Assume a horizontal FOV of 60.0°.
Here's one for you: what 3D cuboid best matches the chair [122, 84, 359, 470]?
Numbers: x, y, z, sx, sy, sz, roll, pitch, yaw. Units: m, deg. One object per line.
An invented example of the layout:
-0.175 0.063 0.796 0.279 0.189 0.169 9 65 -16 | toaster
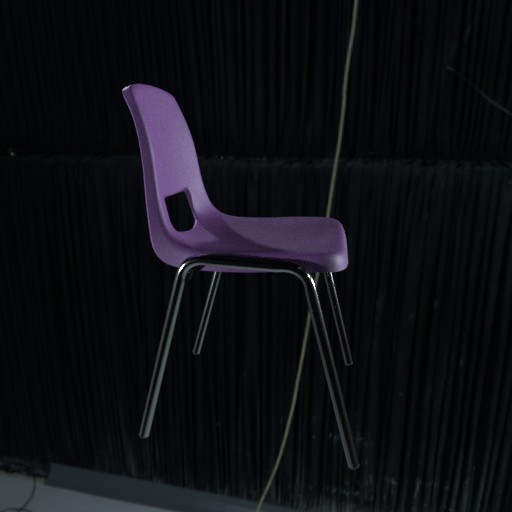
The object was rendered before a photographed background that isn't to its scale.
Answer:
0.000 0.000 0.897 0.432 0.654 0.381 3 16 10 | chair
